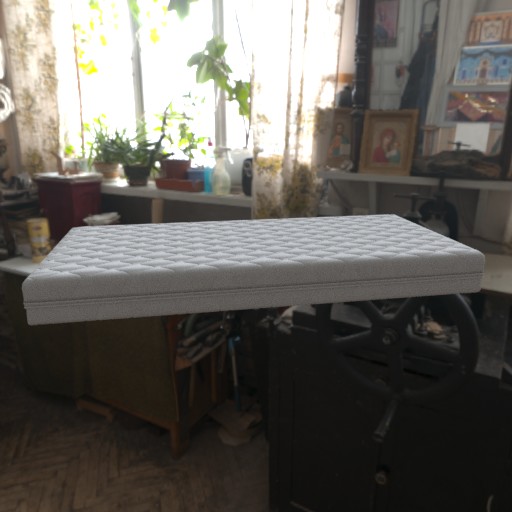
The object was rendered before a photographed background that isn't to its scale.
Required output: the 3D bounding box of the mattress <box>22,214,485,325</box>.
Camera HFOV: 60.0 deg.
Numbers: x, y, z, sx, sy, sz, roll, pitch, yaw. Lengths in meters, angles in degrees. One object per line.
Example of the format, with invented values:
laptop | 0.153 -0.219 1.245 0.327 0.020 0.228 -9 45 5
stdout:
mattress | 0.000 0.000 2.308 2.000 0.200 0.900 -3 17 -10
